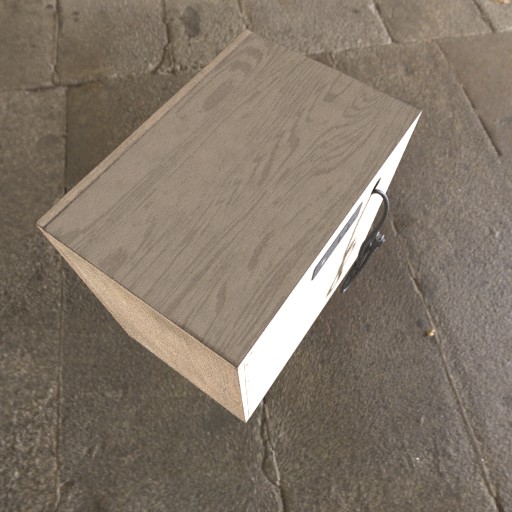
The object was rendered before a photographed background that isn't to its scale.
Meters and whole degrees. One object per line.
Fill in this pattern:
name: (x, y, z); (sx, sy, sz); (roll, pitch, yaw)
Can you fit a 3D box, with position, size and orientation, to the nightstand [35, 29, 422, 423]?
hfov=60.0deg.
nightstand: (0.000, 0.000, 1.091); (0.483, 0.673, 0.612); (32, 67, 15)
